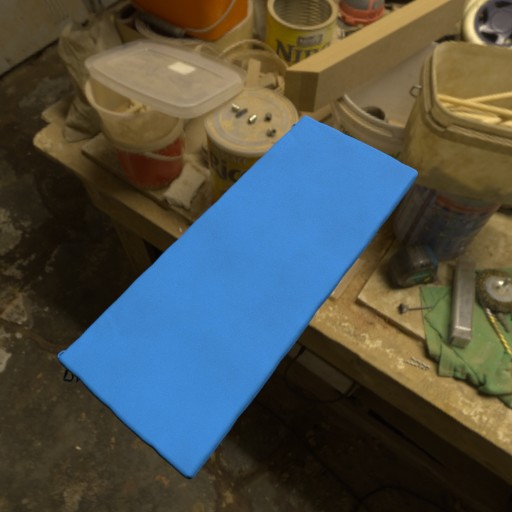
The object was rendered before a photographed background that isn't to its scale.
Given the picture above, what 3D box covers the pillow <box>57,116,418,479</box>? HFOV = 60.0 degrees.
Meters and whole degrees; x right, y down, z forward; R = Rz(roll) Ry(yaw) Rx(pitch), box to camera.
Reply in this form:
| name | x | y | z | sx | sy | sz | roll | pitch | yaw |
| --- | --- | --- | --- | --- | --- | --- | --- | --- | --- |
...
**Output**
| name | x | y | z | sx | sy | sz | roll | pitch | yaw |
| --- | --- | --- | --- | --- | --- | --- | --- | --- | --- |
| pillow | 0.000 | 0.000 | 1.323 | 0.492 | 0.081 | 1.187 | 33 | 64 | 18 |
